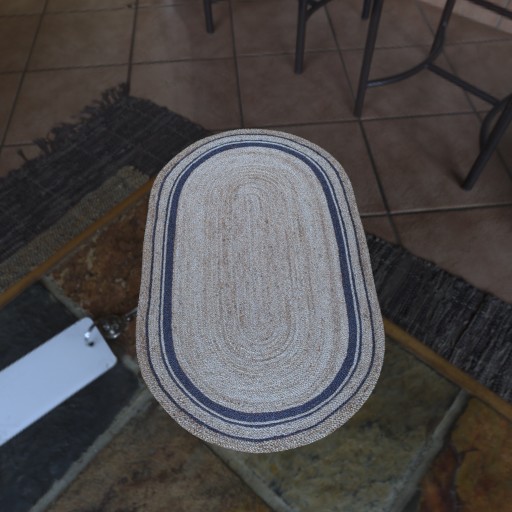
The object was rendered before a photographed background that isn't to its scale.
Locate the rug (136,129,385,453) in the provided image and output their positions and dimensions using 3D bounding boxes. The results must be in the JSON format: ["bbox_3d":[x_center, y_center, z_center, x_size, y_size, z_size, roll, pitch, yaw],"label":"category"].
[{"bbox_3d":[0.000,0.000,2.970,1.520,0.006,2.432,-3,58,-2],"label":"rug"}]
